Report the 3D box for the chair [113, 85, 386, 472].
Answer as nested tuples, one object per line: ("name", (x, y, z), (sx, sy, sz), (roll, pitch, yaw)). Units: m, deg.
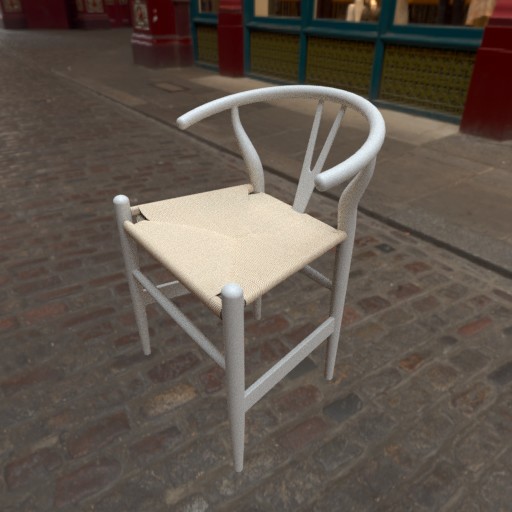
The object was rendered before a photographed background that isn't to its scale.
("chair", (0.000, 0.000, 1.101), (0.500, 0.736, 0.533), (-22, 38, -31))
